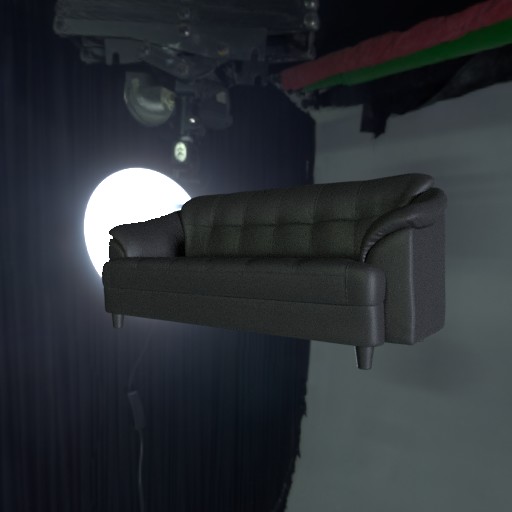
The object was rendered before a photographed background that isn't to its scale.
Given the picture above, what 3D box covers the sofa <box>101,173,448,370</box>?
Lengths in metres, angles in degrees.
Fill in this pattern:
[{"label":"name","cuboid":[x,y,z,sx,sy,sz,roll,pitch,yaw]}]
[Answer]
[{"label":"sofa","cuboid":[0.000,0.000,2.302,1.829,0.811,0.800,0,0,37]}]
